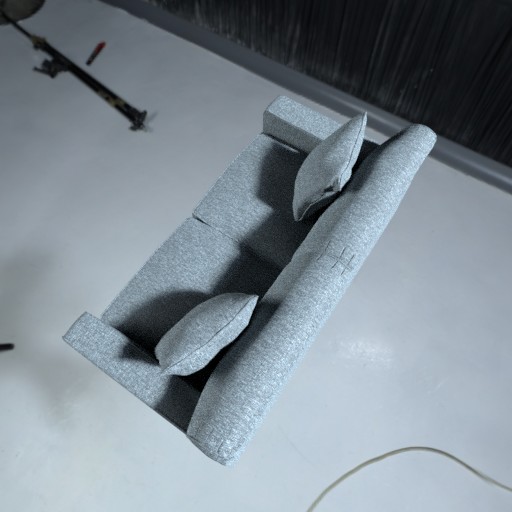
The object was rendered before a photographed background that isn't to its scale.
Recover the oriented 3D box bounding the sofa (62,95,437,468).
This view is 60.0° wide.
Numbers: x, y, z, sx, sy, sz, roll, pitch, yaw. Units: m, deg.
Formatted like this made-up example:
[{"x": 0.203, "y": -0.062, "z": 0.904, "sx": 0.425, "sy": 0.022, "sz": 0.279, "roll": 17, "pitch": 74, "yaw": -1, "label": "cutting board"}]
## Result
[{"x": 0.000, "y": 0.000, "z": 2.381, "sx": 0.998, "sy": 0.958, "sz": 1.846, "roll": 31, "pitch": 68, "yaw": 14, "label": "sofa"}]
